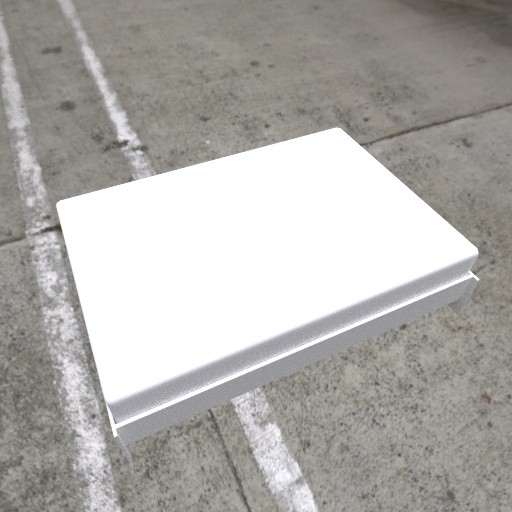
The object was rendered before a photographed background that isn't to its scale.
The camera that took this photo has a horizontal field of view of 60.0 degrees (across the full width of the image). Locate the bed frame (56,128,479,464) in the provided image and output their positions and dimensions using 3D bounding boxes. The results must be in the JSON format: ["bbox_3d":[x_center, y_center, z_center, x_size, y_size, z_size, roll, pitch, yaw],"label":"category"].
[{"bbox_3d":[0.000,0.000,2.569,1.945,0.497,1.445,-19,49,-17],"label":"bed frame"}]
